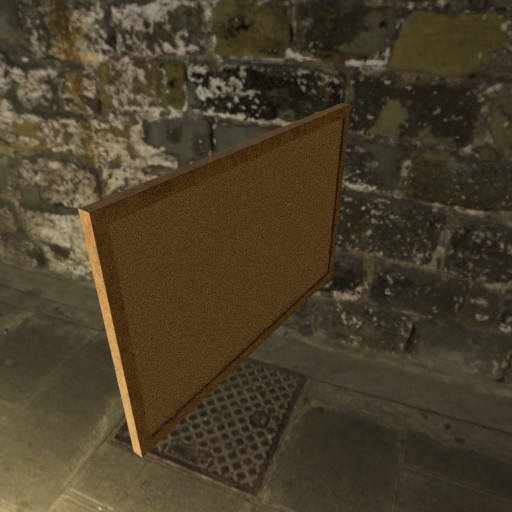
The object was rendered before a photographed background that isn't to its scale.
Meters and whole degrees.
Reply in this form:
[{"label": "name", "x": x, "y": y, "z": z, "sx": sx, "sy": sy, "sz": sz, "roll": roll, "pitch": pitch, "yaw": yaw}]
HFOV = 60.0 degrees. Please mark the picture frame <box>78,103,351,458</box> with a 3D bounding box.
[{"label": "picture frame", "x": 0.000, "y": 0.000, "z": 1.179, "sx": 0.029, "sy": 0.621, "sz": 0.922, "roll": 21, "pitch": 37, "yaw": 30}]
